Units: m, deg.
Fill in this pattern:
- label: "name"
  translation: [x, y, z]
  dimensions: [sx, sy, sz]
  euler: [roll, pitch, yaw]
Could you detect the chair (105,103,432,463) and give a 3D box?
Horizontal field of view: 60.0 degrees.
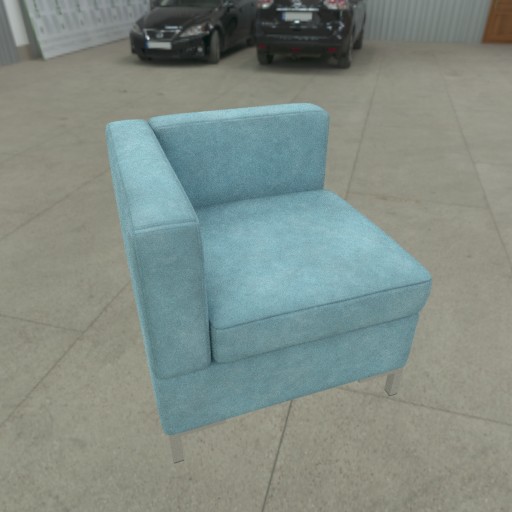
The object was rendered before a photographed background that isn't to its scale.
- label: "chair"
  translation: [0.000, 0.000, 1.239]
  dimensions: [0.684, 0.660, 0.691]
  euler: [-11, 34, -16]
